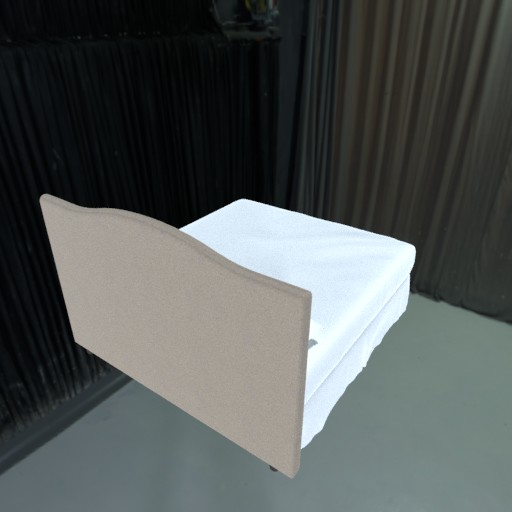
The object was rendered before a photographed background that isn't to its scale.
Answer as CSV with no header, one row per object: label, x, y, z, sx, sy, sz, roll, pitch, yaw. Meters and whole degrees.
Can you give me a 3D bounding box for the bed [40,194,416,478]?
bed,0.000,0.000,3.534,2.083,1.421,2.182,19,34,31
